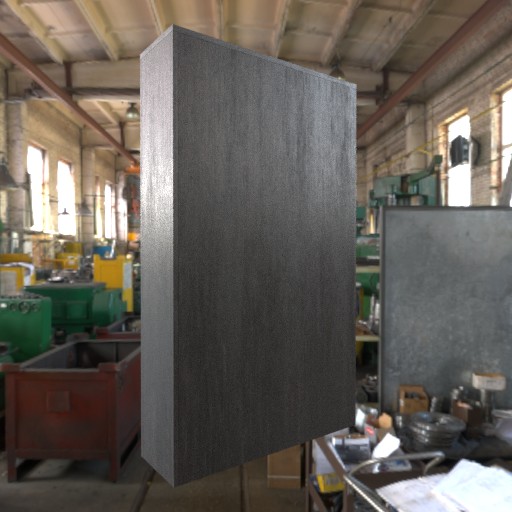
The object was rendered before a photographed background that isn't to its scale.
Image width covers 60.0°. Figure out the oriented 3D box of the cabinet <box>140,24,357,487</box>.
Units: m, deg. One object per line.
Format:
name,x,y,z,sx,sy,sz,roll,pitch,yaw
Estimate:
cabinet,0.000,0.000,1.545,0.750,1.280,0.250,-1,1,-36
